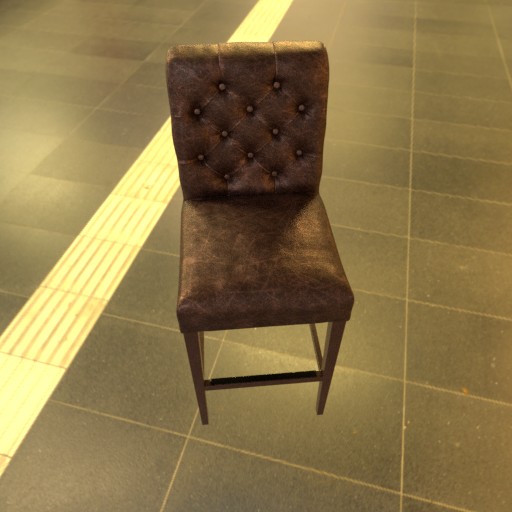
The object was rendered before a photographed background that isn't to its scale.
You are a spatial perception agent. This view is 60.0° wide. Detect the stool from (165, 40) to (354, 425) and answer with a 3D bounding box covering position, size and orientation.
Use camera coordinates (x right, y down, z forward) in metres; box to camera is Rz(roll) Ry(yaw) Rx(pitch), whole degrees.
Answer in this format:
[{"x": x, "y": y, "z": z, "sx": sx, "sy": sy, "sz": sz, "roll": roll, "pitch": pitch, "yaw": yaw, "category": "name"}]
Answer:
[{"x": 0.000, "y": 0.000, "z": 1.492, "sx": 0.483, "sy": 1.168, "sz": 0.659, "roll": -4, "pitch": 46, "yaw": -4, "category": "stool"}]
